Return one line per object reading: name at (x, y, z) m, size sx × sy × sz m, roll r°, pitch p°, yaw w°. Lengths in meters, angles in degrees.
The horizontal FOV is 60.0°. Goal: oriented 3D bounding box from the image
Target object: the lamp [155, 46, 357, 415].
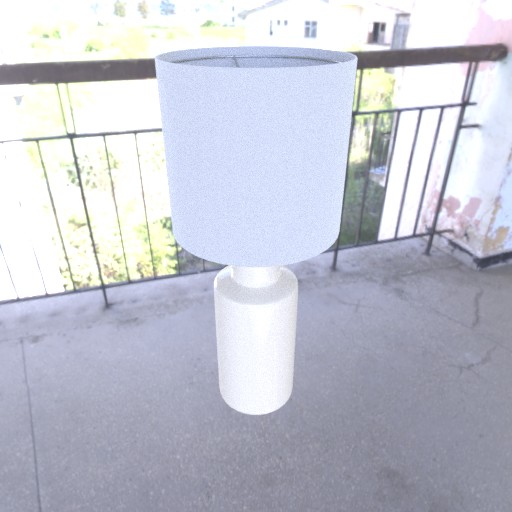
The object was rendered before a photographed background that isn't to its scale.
lamp at (0.000, 0.000, 0.594) m, size 0.212 × 0.493 × 0.212 m, roll -8°, pitch 31°, yaw -14°
